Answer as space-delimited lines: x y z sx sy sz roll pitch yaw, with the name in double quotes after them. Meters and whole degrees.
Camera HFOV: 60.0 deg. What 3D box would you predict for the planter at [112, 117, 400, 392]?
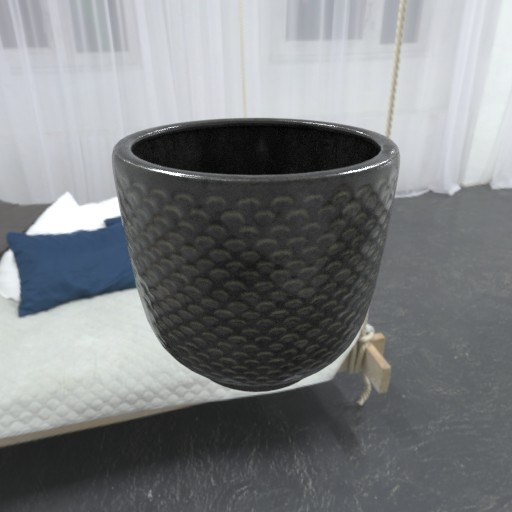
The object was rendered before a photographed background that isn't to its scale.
0.000 0.000 0.249 0.140 0.129 0.140 0 26 0 "planter"
